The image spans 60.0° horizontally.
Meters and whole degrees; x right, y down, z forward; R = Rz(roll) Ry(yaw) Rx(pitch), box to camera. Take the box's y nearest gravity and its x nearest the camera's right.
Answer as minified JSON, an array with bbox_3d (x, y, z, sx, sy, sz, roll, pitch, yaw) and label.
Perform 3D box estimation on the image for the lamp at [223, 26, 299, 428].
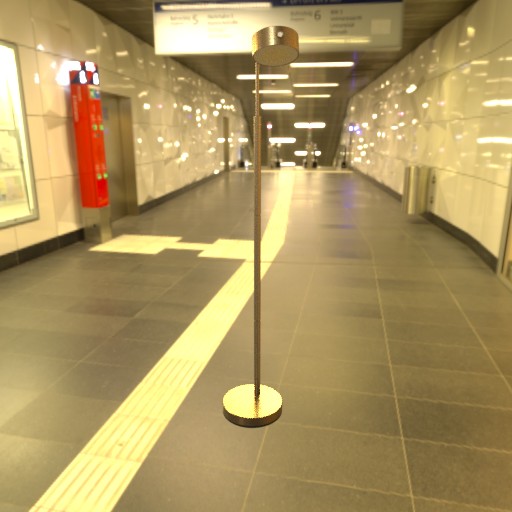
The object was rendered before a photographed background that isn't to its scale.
[{"bbox_3d":[0.000,0.000,1.387,0.219,1.230,0.418,-2,15,-7],"label":"lamp"}]
